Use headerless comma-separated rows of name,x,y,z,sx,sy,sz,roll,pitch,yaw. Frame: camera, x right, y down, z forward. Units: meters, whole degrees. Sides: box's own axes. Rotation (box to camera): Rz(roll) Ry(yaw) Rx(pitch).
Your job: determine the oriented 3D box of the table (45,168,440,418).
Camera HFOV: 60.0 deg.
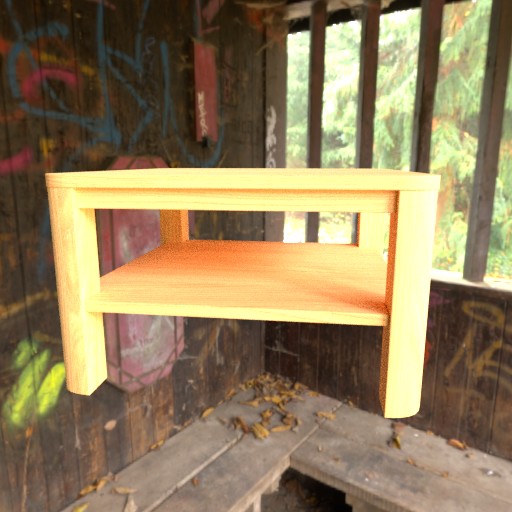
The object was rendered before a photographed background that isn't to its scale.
table,0.000,0.000,1.191,0.750,0.450,0.750,2,12,8
